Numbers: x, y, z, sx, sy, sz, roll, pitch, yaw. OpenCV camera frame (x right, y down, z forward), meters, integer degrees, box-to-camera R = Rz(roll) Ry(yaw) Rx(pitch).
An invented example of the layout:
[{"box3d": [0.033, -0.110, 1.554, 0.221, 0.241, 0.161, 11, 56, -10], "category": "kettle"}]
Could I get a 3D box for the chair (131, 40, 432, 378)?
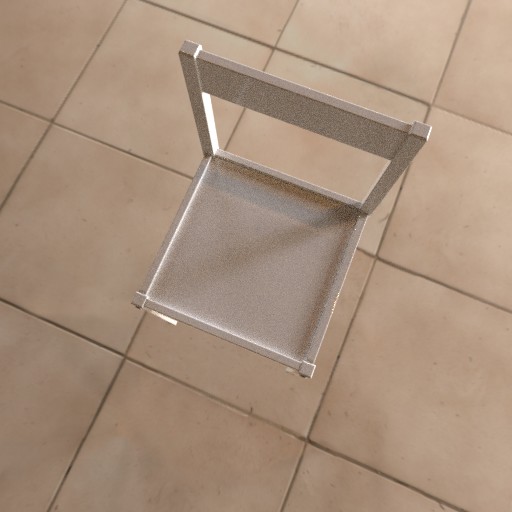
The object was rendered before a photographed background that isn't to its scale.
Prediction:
[{"box3d": [0.000, 0.000, 0.688, 0.285, 0.505, 0.285, 22, 77, 5], "category": "chair"}]
